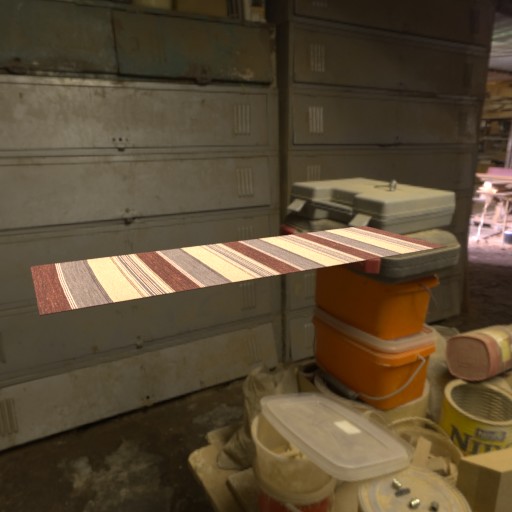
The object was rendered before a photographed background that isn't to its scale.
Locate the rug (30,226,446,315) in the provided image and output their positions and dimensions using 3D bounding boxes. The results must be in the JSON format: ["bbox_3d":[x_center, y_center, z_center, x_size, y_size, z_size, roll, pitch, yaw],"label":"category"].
[{"bbox_3d":[0.000,0.000,2.703,2.437,0.006,0.792,-8,17,-28],"label":"rug"}]
